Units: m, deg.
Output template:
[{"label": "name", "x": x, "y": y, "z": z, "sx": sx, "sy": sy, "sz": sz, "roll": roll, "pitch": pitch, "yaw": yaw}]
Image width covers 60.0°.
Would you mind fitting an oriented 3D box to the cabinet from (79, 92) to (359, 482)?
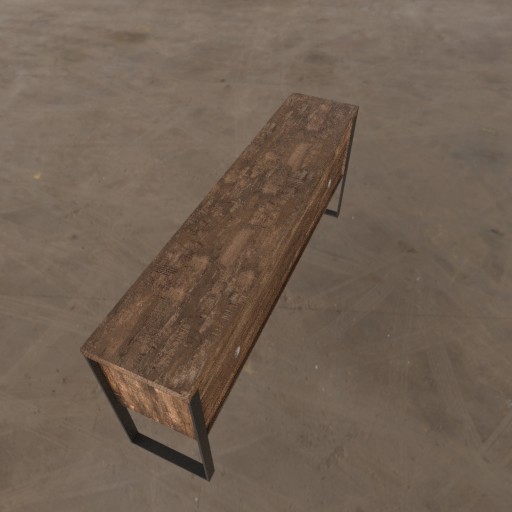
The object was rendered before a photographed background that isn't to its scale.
[{"label": "cabinet", "x": 0.000, "y": 0.000, "z": 2.133, "sx": 0.395, "sy": 0.762, "sz": 1.800, "roll": 18, "pitch": 49, "yaw": 16}]
